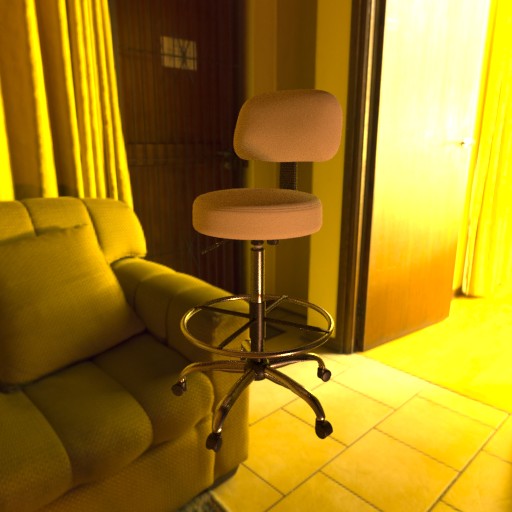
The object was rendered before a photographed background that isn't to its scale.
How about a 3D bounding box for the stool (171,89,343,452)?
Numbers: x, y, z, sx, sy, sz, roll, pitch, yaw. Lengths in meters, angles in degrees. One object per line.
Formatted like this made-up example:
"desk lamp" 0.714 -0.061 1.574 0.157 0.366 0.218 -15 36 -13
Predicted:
"stool" 0.000 0.000 1.453 0.609 1.080 0.616 7 16 26
